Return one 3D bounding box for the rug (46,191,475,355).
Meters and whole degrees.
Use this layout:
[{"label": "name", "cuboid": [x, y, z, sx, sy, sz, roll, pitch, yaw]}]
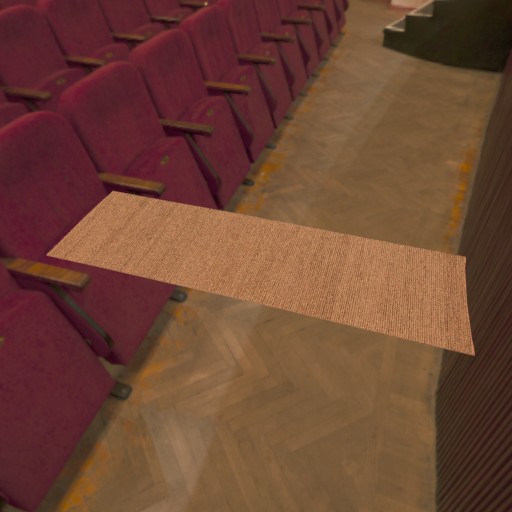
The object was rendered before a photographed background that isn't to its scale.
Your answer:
[{"label": "rug", "cuboid": [0.000, 0.000, 2.621, 2.390, 0.014, 0.741, 12, 42, 13]}]
